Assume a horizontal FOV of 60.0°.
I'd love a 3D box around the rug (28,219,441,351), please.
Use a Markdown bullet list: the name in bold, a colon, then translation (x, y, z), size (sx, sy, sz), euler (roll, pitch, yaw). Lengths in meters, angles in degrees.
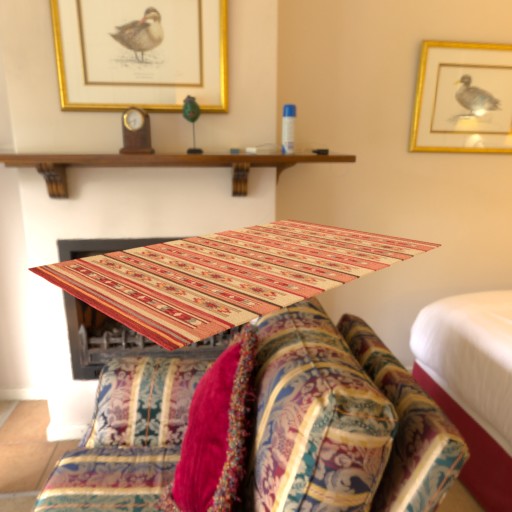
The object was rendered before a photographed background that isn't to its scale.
- **rug**: translation (0.000, 0.000, 3.023), size (2.431, 0.010, 1.535), euler (-14, 20, -43)
